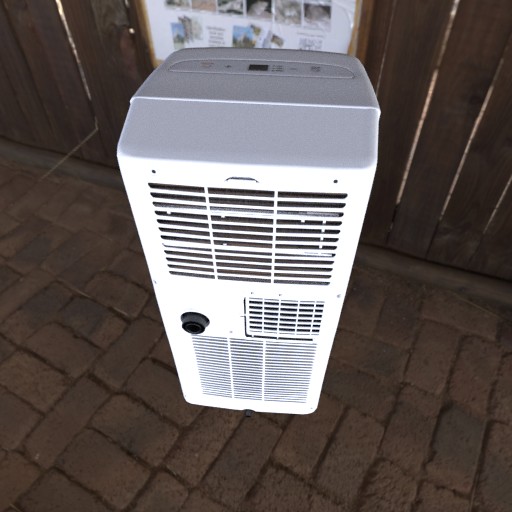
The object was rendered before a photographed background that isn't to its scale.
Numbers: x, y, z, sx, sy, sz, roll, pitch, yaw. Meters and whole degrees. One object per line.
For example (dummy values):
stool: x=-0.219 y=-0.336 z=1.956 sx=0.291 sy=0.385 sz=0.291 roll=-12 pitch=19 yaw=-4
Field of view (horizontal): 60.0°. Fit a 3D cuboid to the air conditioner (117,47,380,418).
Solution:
air conditioner: x=0.000 y=0.000 z=0.776 sx=0.304 sy=0.606 sz=0.349 roll=4 pitch=46 yaw=4
